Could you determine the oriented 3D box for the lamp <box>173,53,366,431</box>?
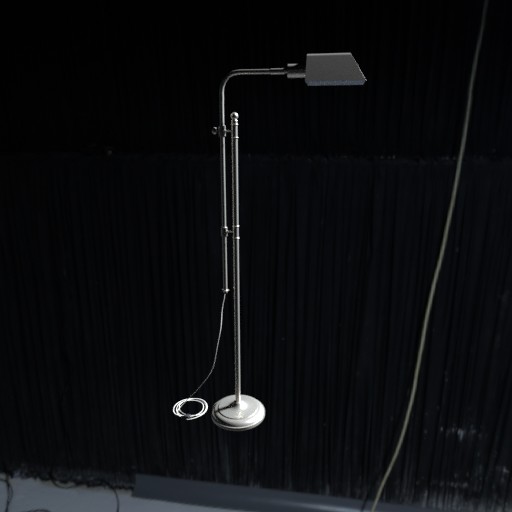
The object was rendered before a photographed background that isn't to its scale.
[{"bbox_3d":[0.000,0.000,1.888,0.813,1.571,0.256,3,16,10],"label":"lamp"}]
